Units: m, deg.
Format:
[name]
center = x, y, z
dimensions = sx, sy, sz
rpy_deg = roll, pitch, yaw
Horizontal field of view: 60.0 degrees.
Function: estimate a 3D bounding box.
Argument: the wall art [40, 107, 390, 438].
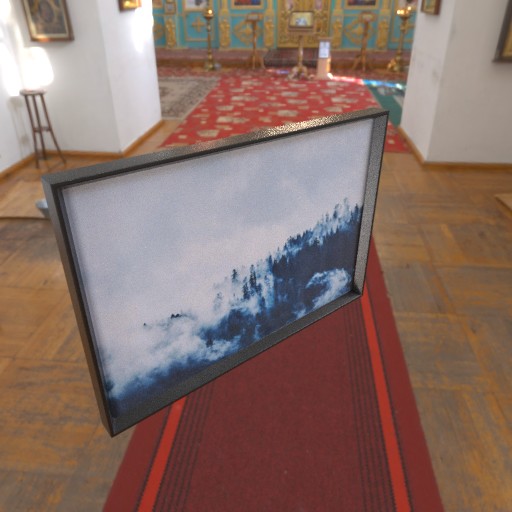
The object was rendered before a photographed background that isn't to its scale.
[wall art]
center = 0.000, 0.000, 1.179
dimensions = 0.939, 0.640, 0.058
rpy_deg = -22, 36, -33
